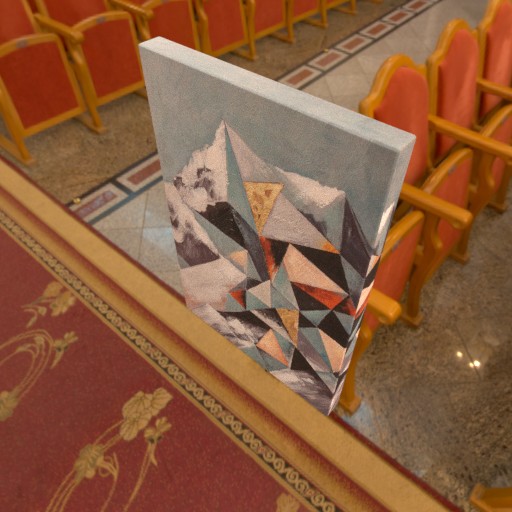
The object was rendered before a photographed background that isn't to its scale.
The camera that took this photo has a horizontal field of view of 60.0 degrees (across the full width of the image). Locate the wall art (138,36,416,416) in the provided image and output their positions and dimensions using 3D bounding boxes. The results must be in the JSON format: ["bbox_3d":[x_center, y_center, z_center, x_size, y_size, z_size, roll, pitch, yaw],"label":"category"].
[{"bbox_3d":[0.000,0.000,1.133,0.609,0.911,0.061,32,54,27],"label":"wall art"}]
